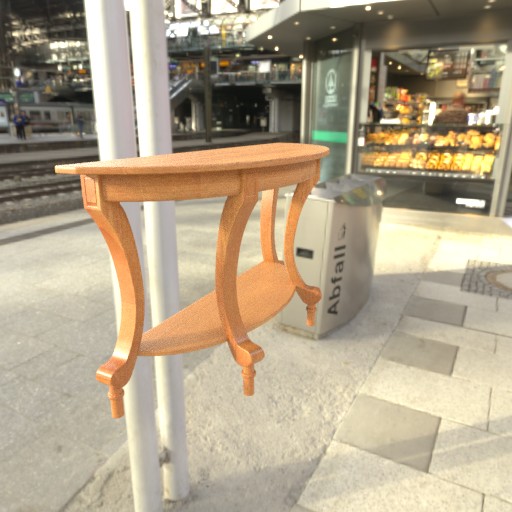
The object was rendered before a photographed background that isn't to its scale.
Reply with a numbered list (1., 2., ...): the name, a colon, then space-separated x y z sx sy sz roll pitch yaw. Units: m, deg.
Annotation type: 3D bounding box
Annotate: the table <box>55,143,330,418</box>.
1. table: 0.000 0.000 1.514 0.394 0.692 1.198 9 19 26
